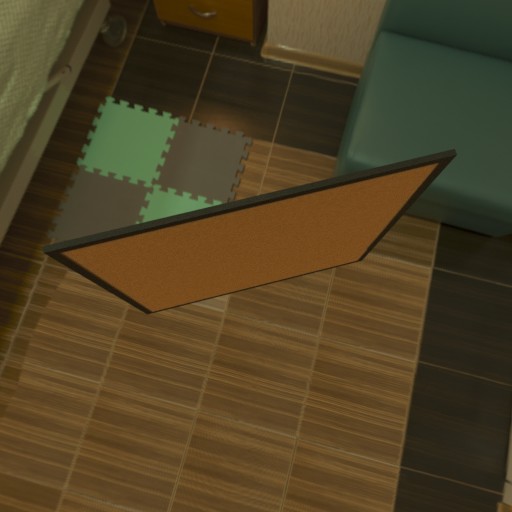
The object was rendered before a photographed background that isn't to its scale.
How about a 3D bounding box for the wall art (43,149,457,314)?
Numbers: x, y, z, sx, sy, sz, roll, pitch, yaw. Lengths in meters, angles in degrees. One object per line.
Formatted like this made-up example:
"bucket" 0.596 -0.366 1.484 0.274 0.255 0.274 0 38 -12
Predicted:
"wall art" 0.000 0.000 1.254 0.823 0.823 0.013 -14 75 -4
